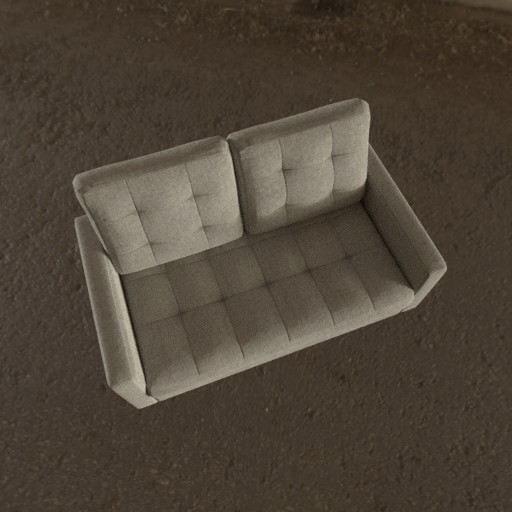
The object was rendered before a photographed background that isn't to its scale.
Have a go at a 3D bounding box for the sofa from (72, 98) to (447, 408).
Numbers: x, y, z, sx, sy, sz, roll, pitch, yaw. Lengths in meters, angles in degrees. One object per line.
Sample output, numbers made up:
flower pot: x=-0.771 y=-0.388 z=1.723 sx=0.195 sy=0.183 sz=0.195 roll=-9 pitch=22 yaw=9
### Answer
sofa: x=0.000 y=0.000 z=1.964 sx=1.407 sy=0.907 sz=0.842 roll=-18 pitch=63 yaw=-9
